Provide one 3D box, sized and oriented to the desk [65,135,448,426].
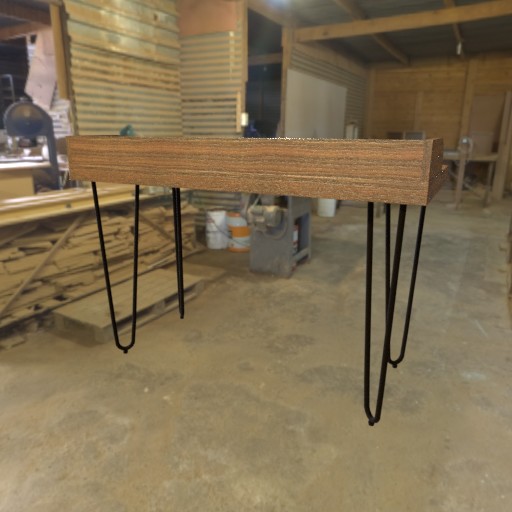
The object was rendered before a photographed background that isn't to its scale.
[{"bbox_3d":[0.000,0.000,1.633,1.200,0.854,0.565,8,18,26],"label":"desk"}]
